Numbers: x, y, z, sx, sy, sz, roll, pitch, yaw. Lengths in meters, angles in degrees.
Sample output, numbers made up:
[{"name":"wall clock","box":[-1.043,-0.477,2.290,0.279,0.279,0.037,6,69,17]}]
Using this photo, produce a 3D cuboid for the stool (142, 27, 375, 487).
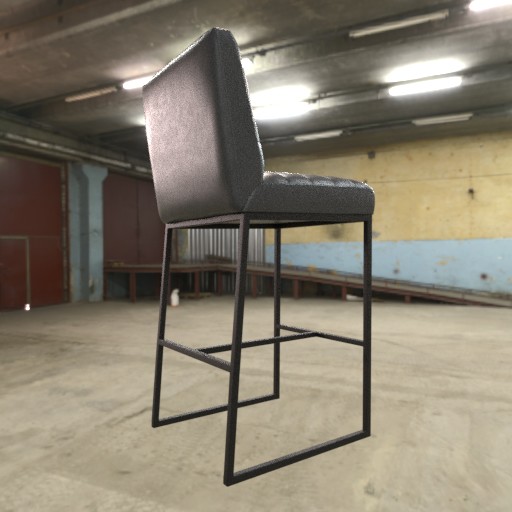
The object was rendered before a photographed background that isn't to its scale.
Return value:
[{"name":"stool","box":[0.000,0.000,1.311,0.552,1.040,0.457,0,0,-36]}]
